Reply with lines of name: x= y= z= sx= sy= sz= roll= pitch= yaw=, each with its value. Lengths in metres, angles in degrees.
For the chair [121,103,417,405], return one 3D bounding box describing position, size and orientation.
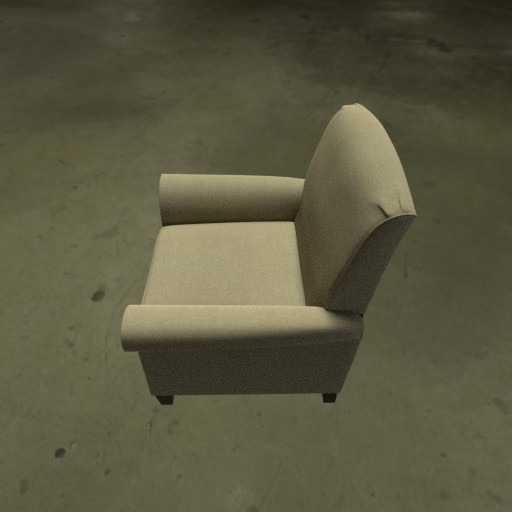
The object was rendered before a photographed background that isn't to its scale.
chair: x=0.000 y=0.000 z=1.804 sx=0.905 sy=1.061 sz=0.978 roll=-1 pitch=42 yaw=-1
